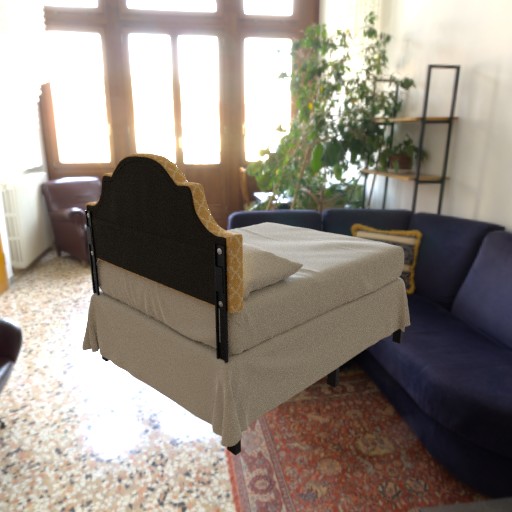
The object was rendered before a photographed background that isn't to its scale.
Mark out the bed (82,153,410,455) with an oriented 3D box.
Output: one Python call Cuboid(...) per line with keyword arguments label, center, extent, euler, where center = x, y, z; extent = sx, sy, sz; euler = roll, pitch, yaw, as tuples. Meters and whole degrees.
Cuboid(label="bed", center=(0.000, 0.000, 3.480), extent=(1.780, 1.633, 2.222), euler=(15, 21, 43))
